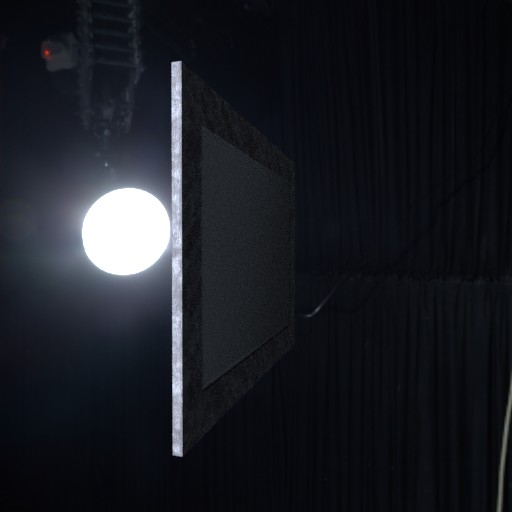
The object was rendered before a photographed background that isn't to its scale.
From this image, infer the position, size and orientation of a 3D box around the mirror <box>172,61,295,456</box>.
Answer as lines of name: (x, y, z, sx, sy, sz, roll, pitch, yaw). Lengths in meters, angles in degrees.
mirror: (0.000, 0.000, 1.421, 0.022, 0.795, 1.101, 0, 1, 17)
